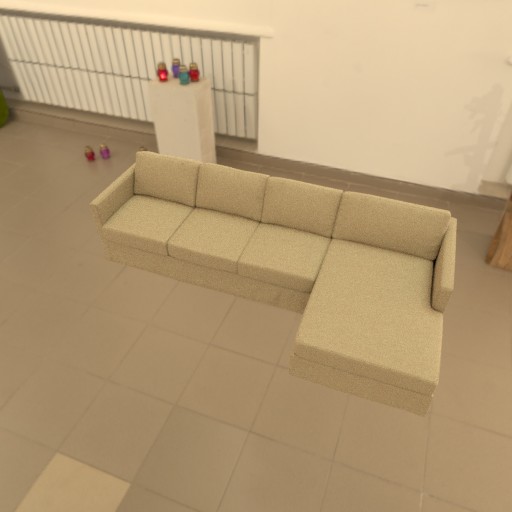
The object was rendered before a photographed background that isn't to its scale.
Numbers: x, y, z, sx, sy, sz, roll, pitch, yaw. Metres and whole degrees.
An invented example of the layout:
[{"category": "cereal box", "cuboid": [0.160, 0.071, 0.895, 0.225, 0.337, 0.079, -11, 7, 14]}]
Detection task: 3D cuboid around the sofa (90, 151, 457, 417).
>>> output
[{"category": "sofa", "cuboid": [0.000, 0.000, 3.880, 3.177, 0.867, 1.622, 14, 43, 15]}]
